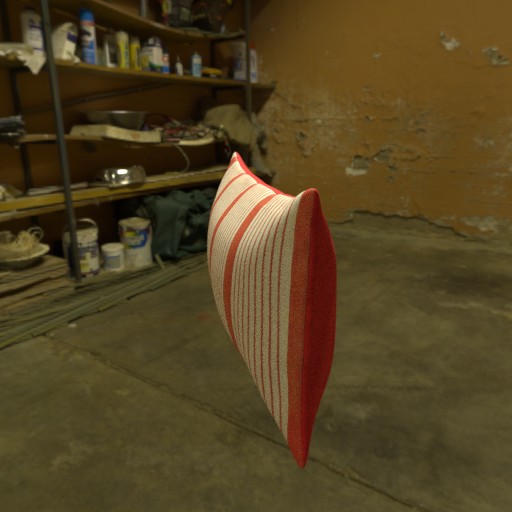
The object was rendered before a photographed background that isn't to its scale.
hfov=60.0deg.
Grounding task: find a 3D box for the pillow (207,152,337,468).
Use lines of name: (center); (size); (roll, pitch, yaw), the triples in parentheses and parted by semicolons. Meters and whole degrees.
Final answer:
pillow: (0.000, 0.000, 0.711); (0.151, 0.297, 0.608); (-3, 16, -9)
